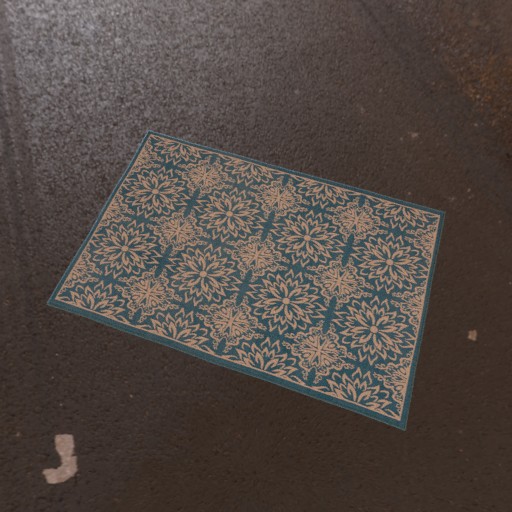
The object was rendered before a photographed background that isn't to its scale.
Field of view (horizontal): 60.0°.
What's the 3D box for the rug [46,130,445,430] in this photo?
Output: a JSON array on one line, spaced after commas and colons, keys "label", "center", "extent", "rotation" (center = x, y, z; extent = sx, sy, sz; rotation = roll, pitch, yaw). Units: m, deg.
[{"label": "rug", "center": [0.000, 0.000, 2.367], "extent": [1.833, 0.012, 1.211], "rotation": [17, 65, 8]}]
